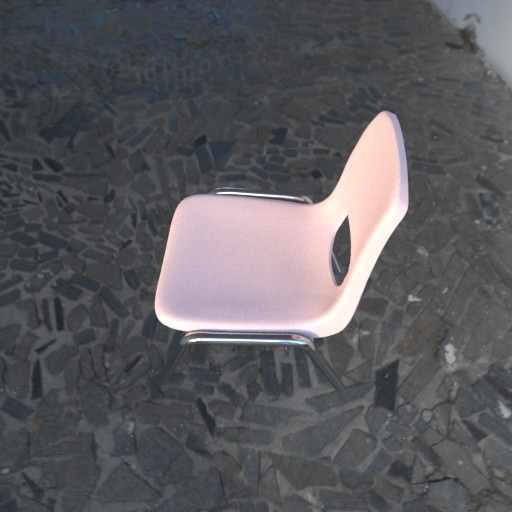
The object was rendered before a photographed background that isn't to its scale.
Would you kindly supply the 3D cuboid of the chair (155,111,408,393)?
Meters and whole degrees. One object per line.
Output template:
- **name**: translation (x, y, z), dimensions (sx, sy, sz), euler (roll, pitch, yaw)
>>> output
- **chair**: translation (0.000, 0.000, 0.844), dimensions (0.423, 0.586, 0.354), euler (4, 57, 2)
